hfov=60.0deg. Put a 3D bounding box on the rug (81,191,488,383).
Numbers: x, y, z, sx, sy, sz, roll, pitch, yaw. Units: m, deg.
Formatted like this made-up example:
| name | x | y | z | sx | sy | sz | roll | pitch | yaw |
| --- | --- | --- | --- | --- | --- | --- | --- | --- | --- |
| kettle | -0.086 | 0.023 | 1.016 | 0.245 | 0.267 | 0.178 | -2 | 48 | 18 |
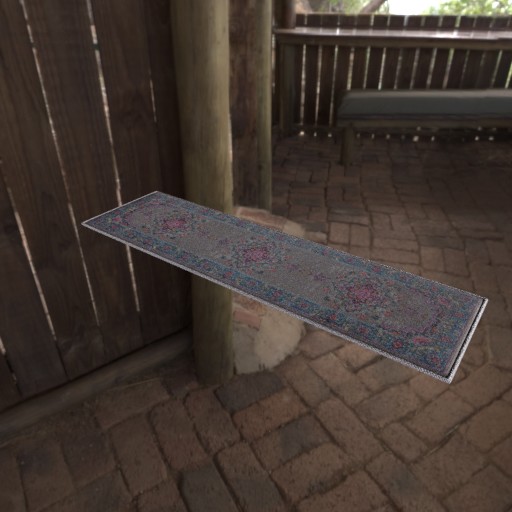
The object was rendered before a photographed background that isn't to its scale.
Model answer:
| name | x | y | z | sx | sy | sz | roll | pitch | yaw |
| --- | --- | --- | --- | --- | --- | --- | --- | --- | --- |
| rug | 0.000 | 0.000 | 2.489 | 2.297 | 0.019 | 0.659 | 20 | 36 | 30 |
